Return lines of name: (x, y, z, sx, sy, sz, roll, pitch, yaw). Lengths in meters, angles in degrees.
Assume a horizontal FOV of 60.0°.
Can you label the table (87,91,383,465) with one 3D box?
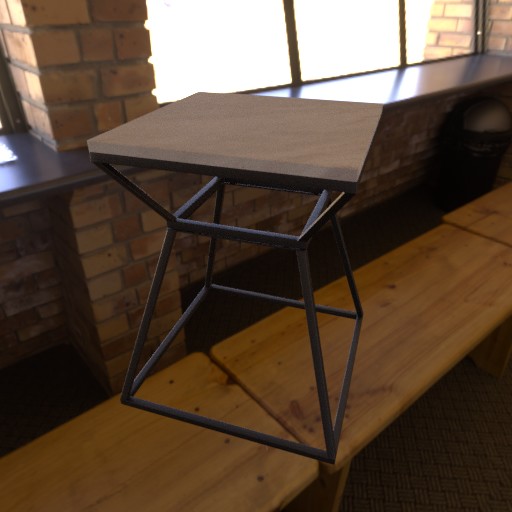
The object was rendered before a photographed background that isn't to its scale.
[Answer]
table: (0.000, 0.000, 0.921, 0.455, 0.559, 0.455, 10, 32, 16)
